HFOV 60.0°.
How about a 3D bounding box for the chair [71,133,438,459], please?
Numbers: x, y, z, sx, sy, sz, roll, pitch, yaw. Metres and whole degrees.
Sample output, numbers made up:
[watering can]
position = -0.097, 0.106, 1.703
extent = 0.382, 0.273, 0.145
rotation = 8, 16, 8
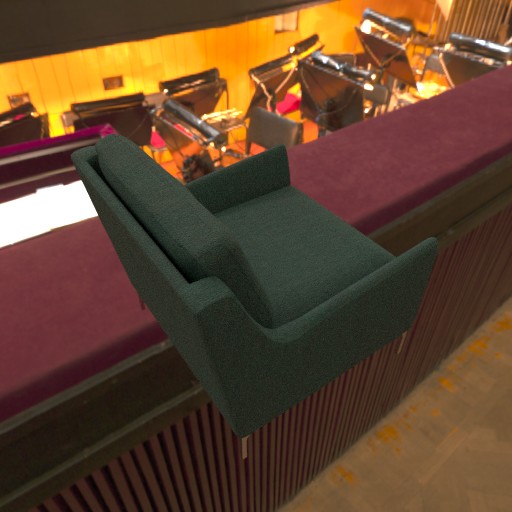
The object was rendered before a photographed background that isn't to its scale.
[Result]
[chair]
position = 0.000, 0.000, 1.524
extent = 0.849, 0.828, 0.847
rotation = -24, 46, -26
